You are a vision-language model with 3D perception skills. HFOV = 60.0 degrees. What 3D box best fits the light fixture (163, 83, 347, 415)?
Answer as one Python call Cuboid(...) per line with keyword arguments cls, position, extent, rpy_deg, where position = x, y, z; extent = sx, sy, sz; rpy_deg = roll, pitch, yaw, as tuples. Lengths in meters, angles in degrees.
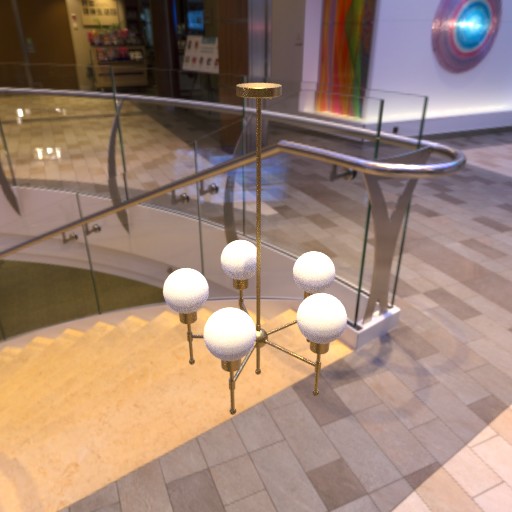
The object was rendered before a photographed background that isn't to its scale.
Cuboid(cls="light fixture", position=(0.000, 0.000, 1.851), extent=(0.815, 1.331, 0.785), rpy_deg=(9, 28, 18))
